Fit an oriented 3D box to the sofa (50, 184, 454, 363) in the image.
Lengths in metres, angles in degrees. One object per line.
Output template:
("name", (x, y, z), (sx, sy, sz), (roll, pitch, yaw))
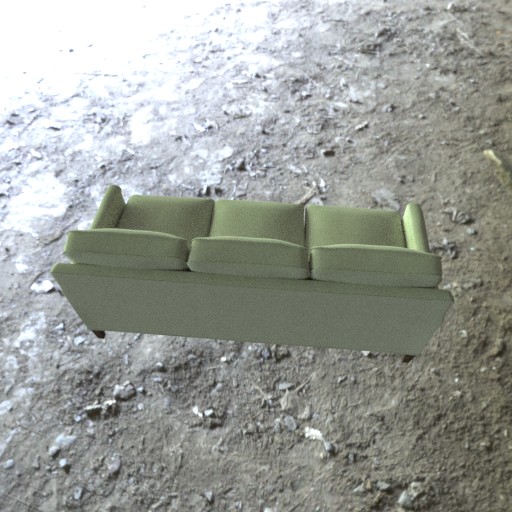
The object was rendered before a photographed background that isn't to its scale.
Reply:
("sofa", (0.000, 0.000, 2.954), (2.246, 1.003, 1.084), (4, 49, 3))
